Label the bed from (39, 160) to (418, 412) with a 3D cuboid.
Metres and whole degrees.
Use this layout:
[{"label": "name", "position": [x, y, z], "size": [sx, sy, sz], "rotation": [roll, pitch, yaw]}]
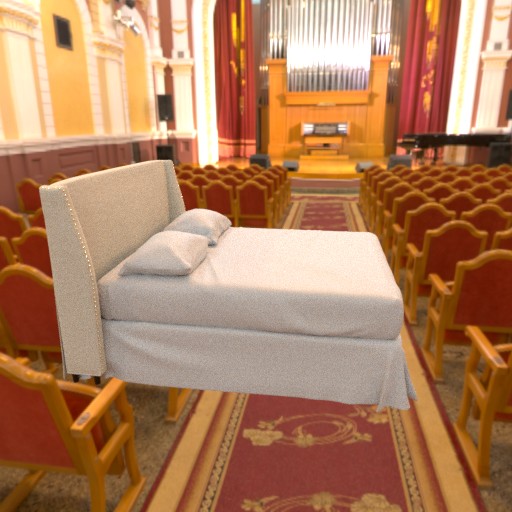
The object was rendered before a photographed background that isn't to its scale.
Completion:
[{"label": "bed", "position": [0.000, 0.000, 3.470], "size": [2.276, 1.332, 1.925], "rotation": [3, 17, 9]}]
